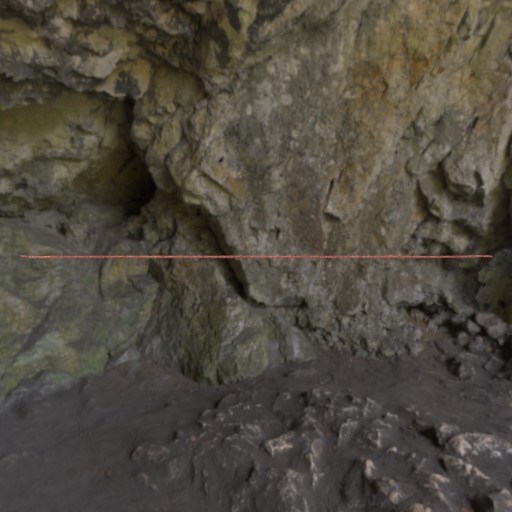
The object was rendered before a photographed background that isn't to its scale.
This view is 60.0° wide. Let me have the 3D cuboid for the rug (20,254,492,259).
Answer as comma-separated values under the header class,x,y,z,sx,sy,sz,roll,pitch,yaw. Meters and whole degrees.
class,x,y,z,sx,sy,sz,roll,pitch,yaw
rug,0.000,0.000,2.886,2.286,0.026,1.521,0,0,0
